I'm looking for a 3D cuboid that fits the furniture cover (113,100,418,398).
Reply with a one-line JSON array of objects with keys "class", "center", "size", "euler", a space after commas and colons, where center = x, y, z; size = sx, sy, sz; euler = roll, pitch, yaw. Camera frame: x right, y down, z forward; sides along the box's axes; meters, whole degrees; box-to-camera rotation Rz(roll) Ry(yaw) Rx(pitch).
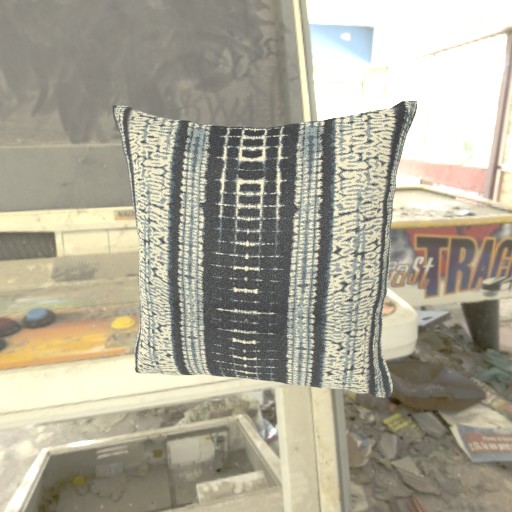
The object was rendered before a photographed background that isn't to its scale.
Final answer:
[{"class": "furniture cover", "center": [0.000, 0.000, 0.663], "size": [0.425, 0.435, 0.133], "euler": [3, 16, 11]}]
